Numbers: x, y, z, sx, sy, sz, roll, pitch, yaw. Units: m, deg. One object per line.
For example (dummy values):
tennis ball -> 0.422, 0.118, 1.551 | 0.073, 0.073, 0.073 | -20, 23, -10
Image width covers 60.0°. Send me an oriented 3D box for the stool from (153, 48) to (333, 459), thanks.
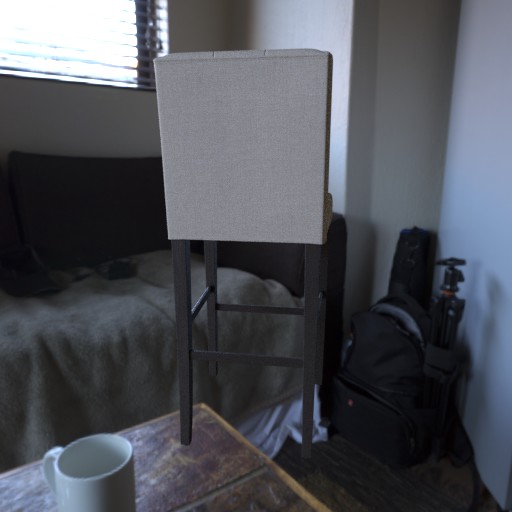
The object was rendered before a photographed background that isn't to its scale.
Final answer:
stool -> 0.000, 0.000, 1.413 | 0.474, 1.116, 0.509 | 2, 13, 9
